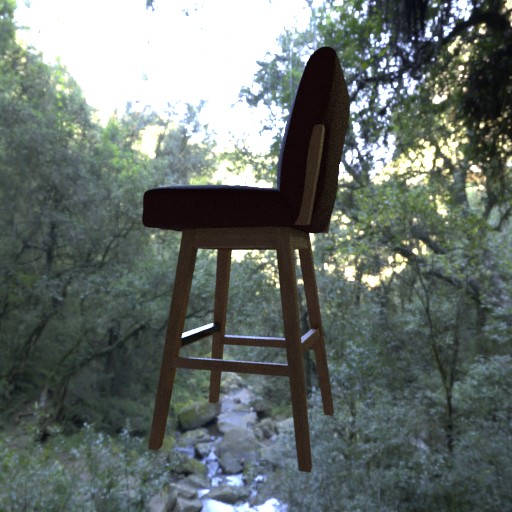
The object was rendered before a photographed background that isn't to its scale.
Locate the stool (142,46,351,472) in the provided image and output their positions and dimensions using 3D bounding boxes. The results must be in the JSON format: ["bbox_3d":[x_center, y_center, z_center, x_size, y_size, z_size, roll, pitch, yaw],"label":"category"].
[{"bbox_3d":[0.000,0.000,1.396,0.562,1.093,0.468,0,-1,17],"label":"stool"}]
